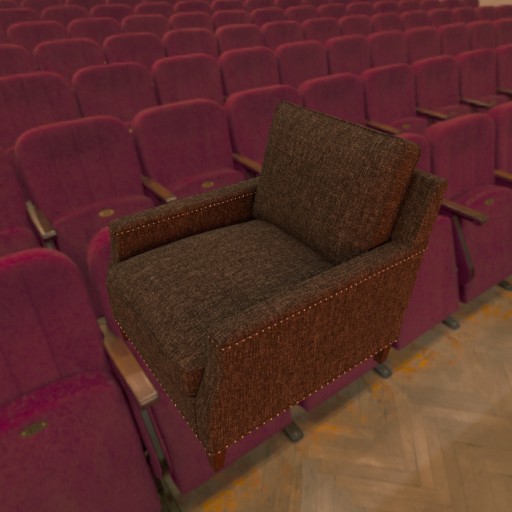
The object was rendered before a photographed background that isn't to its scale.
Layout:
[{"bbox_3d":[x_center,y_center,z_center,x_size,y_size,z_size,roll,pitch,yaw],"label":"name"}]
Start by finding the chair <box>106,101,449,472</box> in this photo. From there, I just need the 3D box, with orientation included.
[{"bbox_3d":[0.000,0.000,1.707,1.014,0.943,0.853,-21,38,-30],"label":"chair"}]
